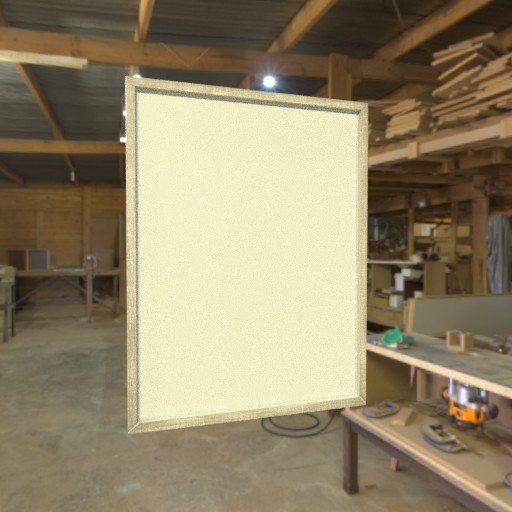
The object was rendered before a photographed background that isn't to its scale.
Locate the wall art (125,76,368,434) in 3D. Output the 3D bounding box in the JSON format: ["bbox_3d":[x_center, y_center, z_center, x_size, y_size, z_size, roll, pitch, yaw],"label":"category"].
[{"bbox_3d":[0.000,0.000,1.394,0.781,1.022,0.035,0,1,-18],"label":"wall art"}]
